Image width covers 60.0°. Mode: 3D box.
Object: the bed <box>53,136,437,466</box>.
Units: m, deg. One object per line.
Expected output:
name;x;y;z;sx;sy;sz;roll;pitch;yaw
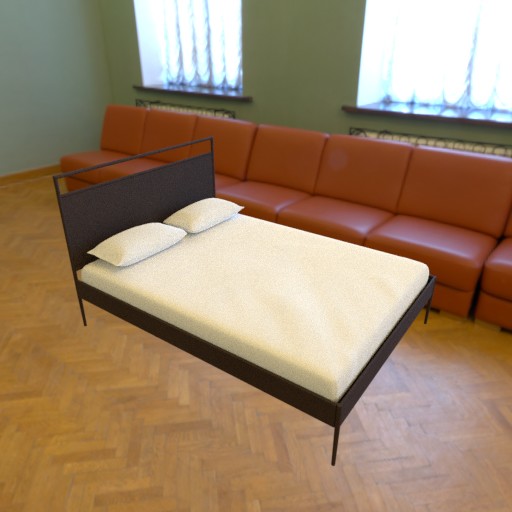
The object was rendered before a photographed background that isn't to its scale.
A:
bed;0.000;0.000;3.139;2.122;1.173;1.572;18;31;32
